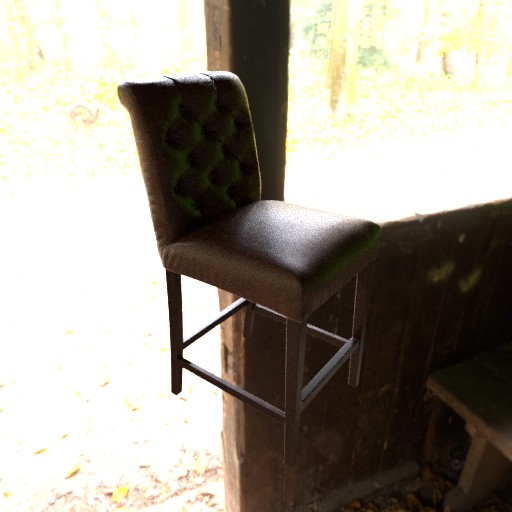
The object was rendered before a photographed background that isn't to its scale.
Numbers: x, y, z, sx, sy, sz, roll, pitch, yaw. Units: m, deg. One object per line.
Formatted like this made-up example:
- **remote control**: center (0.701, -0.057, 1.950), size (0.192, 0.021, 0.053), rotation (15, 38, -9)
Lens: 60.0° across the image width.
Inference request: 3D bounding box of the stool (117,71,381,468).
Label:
- **stool**: center (0.000, 0.000, 1.450), size (0.660, 1.084, 0.486), rotation (18, 32, 33)
